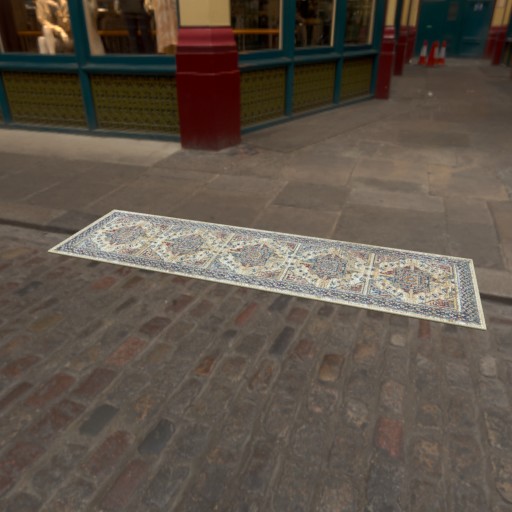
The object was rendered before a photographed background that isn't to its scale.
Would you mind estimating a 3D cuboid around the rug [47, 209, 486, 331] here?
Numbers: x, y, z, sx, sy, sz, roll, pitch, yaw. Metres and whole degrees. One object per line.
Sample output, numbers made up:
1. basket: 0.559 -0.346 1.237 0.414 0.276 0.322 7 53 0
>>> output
1. rug: 0.000 0.000 2.492 2.297 0.013 0.661 9 29 16
